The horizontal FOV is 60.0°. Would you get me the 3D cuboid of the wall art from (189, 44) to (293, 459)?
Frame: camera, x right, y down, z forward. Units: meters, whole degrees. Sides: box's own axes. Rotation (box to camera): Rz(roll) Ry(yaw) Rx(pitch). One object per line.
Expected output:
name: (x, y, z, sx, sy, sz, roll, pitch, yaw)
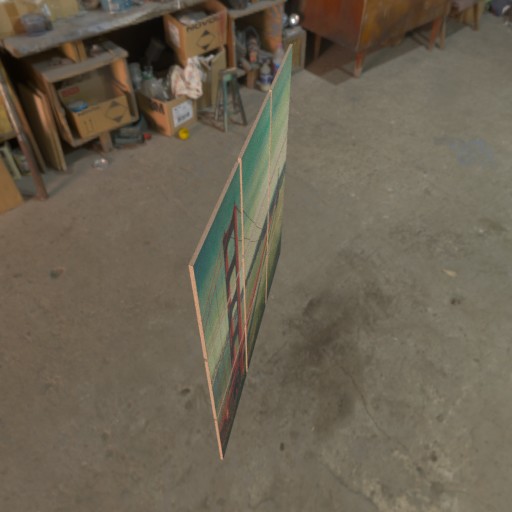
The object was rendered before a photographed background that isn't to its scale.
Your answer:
wall art: (0.000, 0.000, 2.251, 0.014, 1.507, 1.519, 10, 48, 9)
